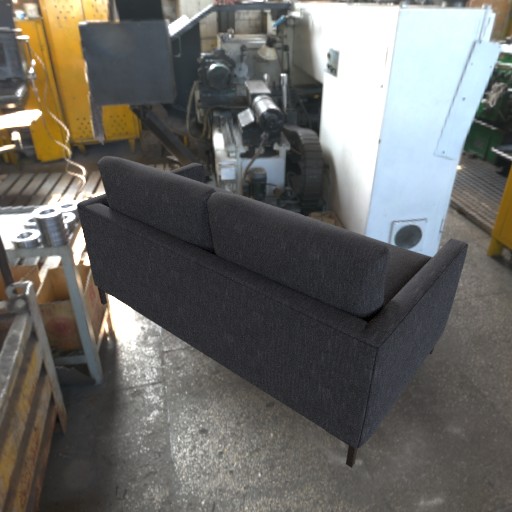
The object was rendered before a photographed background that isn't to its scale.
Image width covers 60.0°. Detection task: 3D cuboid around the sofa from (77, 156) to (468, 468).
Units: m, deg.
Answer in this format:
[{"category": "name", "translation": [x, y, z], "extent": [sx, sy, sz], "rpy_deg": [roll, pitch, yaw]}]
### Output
[{"category": "sofa", "translation": [0.000, 0.000, 2.176], "extent": [1.716, 0.862, 0.866], "rpy_deg": [23, 37, 33]}]
